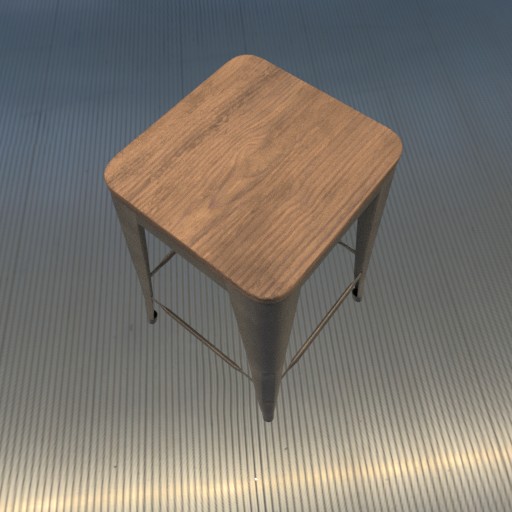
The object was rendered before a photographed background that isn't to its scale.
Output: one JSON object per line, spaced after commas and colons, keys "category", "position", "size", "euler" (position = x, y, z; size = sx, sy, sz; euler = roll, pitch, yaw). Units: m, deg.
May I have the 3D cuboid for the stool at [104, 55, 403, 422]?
{"category": "stool", "position": [0.000, 0.000, 0.887], "size": [0.407, 0.607, 0.407], "euler": [36, 69, 16]}
